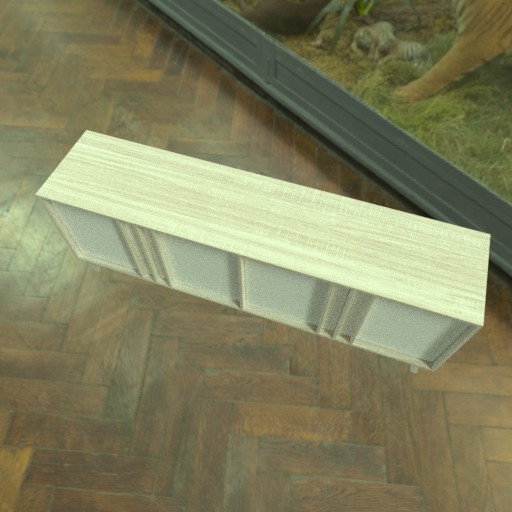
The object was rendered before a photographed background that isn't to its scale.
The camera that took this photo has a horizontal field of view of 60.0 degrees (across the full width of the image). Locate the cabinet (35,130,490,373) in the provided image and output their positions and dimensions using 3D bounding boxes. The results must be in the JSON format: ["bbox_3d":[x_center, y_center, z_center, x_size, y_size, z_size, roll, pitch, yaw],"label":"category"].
[{"bbox_3d":[0.000,0.000,2.515,2.200,0.780,0.500,16,59,10],"label":"cabinet"}]
